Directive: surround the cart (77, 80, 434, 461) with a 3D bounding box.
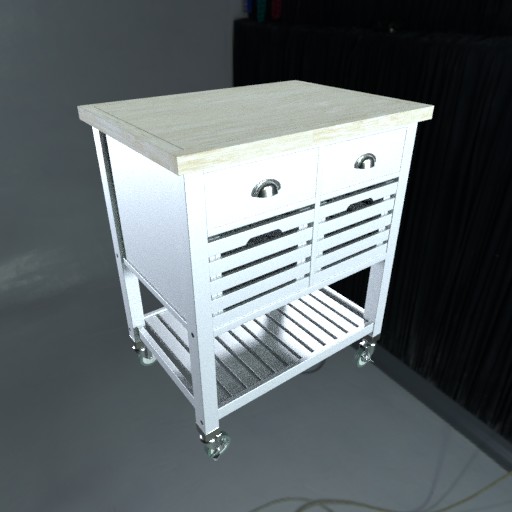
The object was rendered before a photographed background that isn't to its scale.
[{"bbox_3d":[0.000,0.000,1.399,0.762,0.914,0.559,-20,35,-31],"label":"cart"}]
